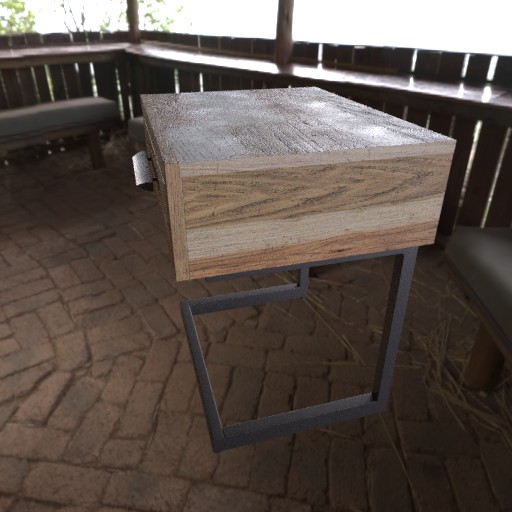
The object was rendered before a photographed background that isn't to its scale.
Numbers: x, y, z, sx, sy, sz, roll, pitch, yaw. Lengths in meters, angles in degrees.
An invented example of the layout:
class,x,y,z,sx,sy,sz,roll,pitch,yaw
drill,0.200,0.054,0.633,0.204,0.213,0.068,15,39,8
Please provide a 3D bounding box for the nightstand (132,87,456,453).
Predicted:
class,x,y,z,sx,sy,sz,roll,pitch,yaw
nightstand,0.000,0.000,1.009,0.481,0.632,0.558,-8,30,-14
